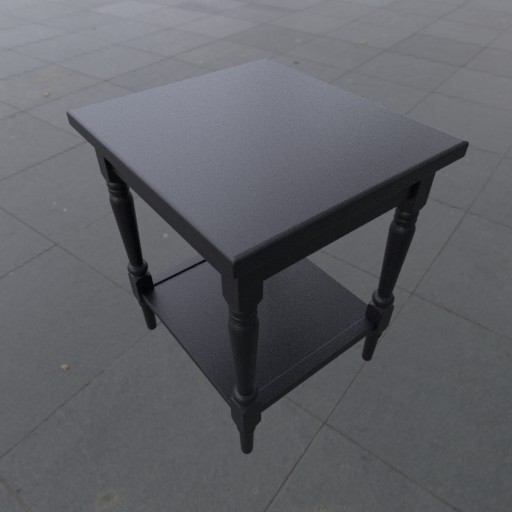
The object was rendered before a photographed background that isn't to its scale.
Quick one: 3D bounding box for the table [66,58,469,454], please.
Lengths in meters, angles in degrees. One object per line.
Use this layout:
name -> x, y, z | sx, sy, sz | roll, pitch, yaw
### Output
table -> 0.000, 0.000, 0.899 | 0.442, 0.565, 0.488 | -27, 48, -27
